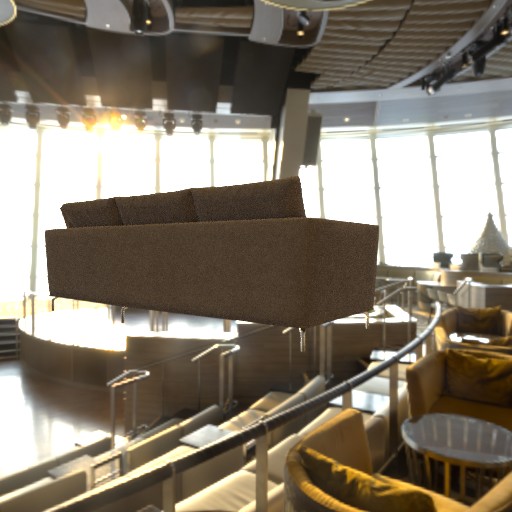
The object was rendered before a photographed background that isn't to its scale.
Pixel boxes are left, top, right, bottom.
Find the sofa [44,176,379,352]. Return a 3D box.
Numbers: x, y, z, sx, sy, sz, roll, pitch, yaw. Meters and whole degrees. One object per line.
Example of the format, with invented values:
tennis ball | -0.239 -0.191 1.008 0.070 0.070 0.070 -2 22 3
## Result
sofa | 0.000 0.000 3.732 2.438 0.864 2.438 1 1 36
